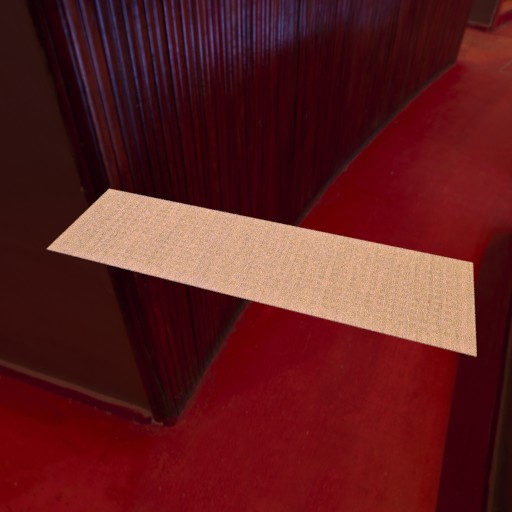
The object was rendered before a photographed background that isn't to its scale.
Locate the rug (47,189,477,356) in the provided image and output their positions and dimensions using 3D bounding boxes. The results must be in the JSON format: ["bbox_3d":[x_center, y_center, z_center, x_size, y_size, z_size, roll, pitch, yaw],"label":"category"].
[{"bbox_3d":[0.000,0.000,2.633,2.437,0.006,0.686,13,44,14],"label":"rug"}]
